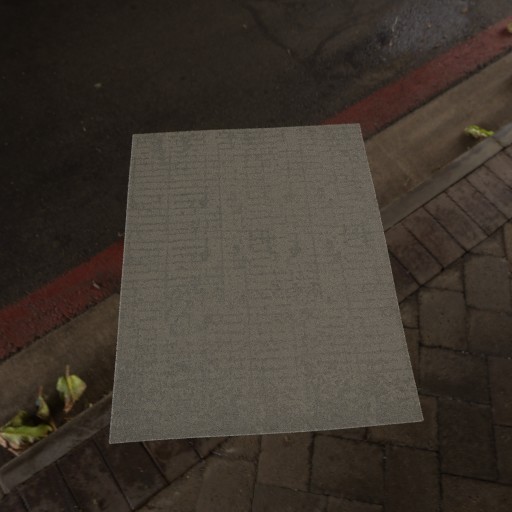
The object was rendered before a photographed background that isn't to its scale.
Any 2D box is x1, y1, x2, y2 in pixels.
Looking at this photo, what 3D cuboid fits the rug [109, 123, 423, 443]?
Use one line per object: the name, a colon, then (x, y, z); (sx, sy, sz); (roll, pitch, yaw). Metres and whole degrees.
rug: (0.000, 0.000, 4.091); (2.447, 0.014, 3.061); (-3, 64, -2)
